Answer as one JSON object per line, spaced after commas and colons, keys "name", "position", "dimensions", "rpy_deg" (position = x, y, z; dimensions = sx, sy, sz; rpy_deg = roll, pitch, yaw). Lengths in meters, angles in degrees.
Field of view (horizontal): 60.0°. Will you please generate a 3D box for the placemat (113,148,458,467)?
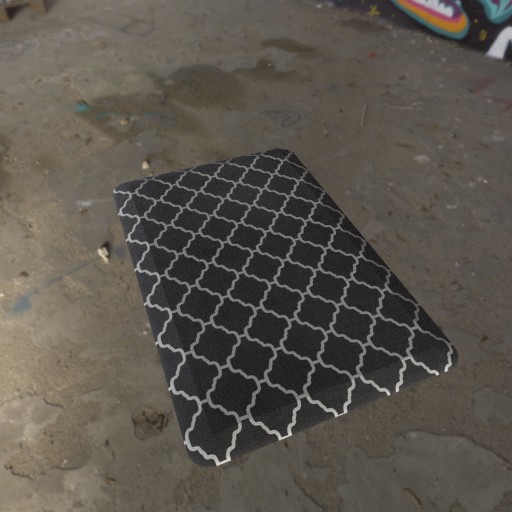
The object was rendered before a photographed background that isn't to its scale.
{"name": "placemat", "position": [0.000, 0.000, 0.967], "dimensions": [0.508, 0.021, 0.762], "rpy_deg": [-16, 48, -15]}
